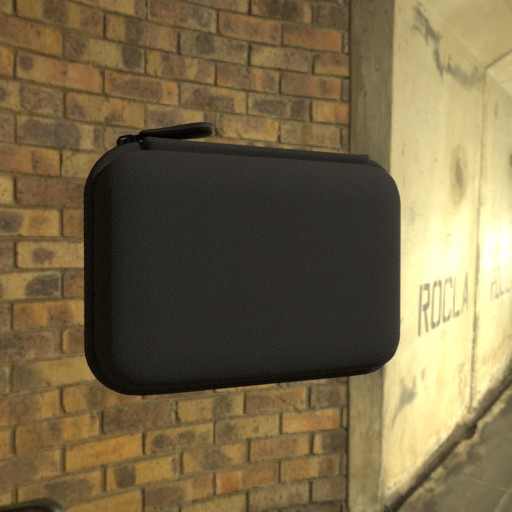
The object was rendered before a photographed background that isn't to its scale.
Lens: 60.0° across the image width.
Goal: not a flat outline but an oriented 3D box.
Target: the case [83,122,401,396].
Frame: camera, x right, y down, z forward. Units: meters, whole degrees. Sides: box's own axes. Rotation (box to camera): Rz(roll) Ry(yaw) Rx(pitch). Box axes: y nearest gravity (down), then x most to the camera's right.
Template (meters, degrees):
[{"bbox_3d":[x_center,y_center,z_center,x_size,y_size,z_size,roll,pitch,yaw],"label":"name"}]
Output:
[{"bbox_3d":[0.000,0.000,0.182,0.132,0.105,0.038,0,1,-18],"label":"case"}]
